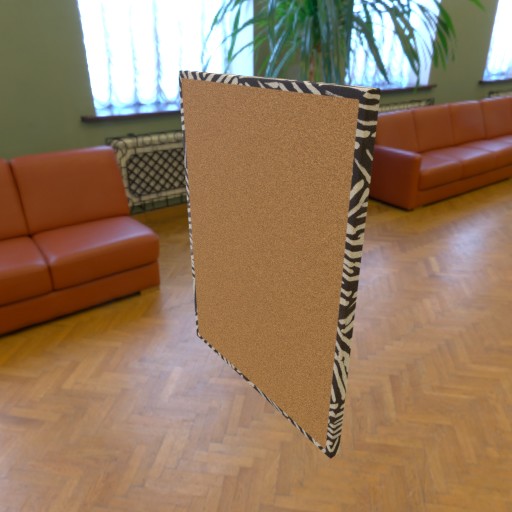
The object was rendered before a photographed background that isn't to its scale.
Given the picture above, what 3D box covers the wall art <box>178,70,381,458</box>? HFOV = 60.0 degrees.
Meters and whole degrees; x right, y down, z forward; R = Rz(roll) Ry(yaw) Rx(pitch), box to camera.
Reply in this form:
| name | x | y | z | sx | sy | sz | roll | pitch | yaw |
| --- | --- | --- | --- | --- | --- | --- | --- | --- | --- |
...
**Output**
| name | x | y | z | sx | sy | sz | roll | pitch | yaw |
| --- | --- | --- | --- | --- | --- | --- | --- | --- | --- |
| wall art | 0.000 | 0.000 | 1.356 | 0.038 | 1.017 | 0.765 | -18 | 31 | -33 |
